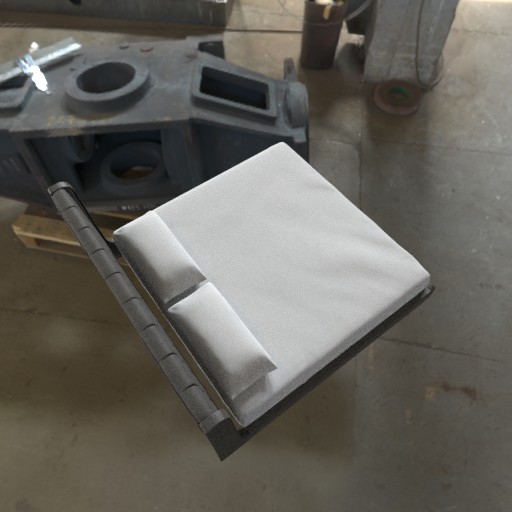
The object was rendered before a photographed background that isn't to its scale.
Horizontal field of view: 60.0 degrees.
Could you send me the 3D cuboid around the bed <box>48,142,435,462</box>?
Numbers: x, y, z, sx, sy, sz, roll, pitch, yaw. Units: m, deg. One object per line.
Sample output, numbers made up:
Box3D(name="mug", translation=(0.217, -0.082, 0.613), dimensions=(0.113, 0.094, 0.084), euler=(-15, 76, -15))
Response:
Box3D(name="bed", translation=(0.000, 0.000, 3.295), dimensions=(2.031, 1.158, 1.903), euler=(-32, 63, -19))
